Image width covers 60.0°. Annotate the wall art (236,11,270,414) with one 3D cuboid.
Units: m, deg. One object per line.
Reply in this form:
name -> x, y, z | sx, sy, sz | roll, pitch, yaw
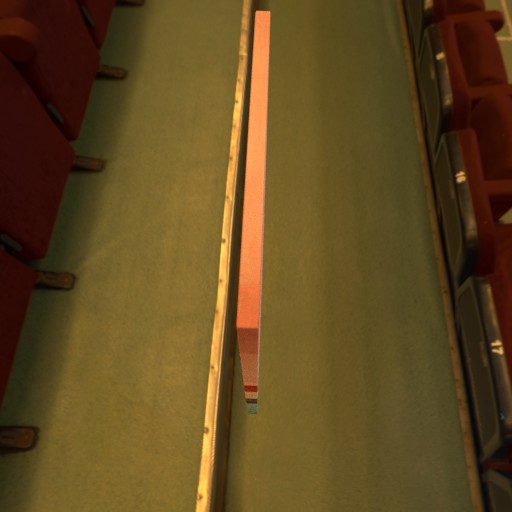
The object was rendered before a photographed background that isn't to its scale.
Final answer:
wall art -> 0.000, 0.000, 1.311 | 0.039, 1.016, 0.761 | 2, 63, 1
